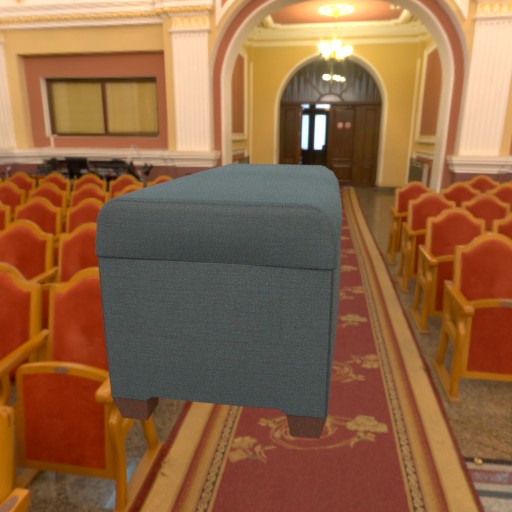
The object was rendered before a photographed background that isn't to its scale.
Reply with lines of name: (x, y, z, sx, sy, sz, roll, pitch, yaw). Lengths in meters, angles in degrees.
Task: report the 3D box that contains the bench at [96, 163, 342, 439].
bench: (0.000, 0.000, 1.278, 0.476, 0.474, 0.995, 3, 16, 9)
